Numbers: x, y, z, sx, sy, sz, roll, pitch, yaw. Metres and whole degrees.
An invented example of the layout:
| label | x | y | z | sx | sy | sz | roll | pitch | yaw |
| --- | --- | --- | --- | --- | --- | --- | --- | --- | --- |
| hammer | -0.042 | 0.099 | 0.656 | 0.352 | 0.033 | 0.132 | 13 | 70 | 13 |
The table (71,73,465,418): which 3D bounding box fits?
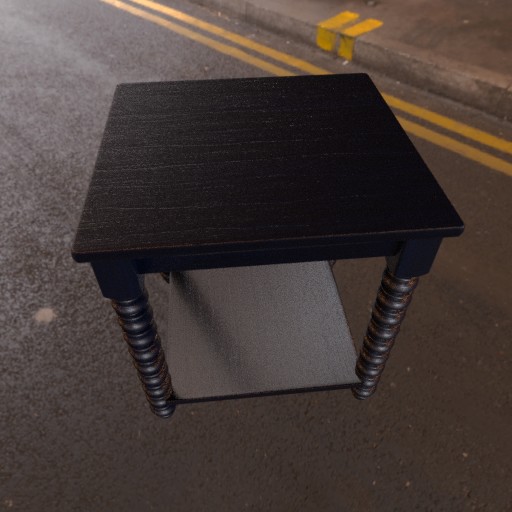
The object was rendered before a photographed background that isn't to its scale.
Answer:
| label | x | y | z | sx | sy | sz | roll | pitch | yaw |
| --- | --- | --- | --- | --- | --- | --- | --- | --- | --- |
| table | 0.000 | 0.000 | 0.961 | 0.533 | 0.567 | 0.500 | -4 | 46 | -4 |
